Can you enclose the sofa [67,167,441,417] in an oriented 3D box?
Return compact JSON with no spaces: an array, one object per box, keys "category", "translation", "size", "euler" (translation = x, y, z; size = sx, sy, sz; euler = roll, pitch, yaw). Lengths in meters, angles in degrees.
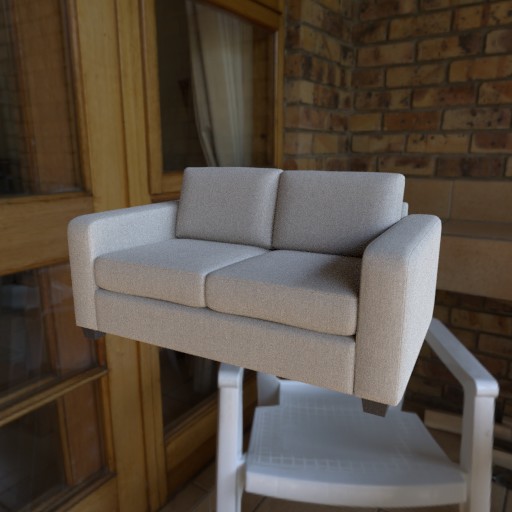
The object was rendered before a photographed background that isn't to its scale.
[{"category":"sofa","translation":[0.000,0.000,2.104],"size":[1.540,0.800,0.900],"euler":[7,15,27]}]
